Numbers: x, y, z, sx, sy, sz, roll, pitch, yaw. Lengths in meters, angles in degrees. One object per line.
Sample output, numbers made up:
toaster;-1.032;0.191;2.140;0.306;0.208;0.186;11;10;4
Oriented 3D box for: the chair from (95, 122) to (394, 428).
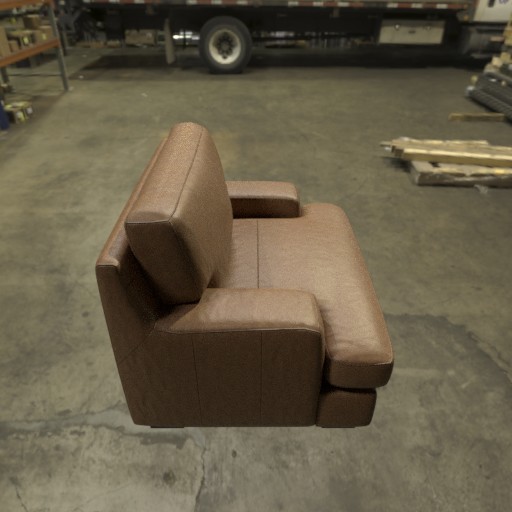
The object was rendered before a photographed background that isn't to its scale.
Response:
chair;0.000;0.000;2.054;1.050;0.978;1.276;0;33;0
